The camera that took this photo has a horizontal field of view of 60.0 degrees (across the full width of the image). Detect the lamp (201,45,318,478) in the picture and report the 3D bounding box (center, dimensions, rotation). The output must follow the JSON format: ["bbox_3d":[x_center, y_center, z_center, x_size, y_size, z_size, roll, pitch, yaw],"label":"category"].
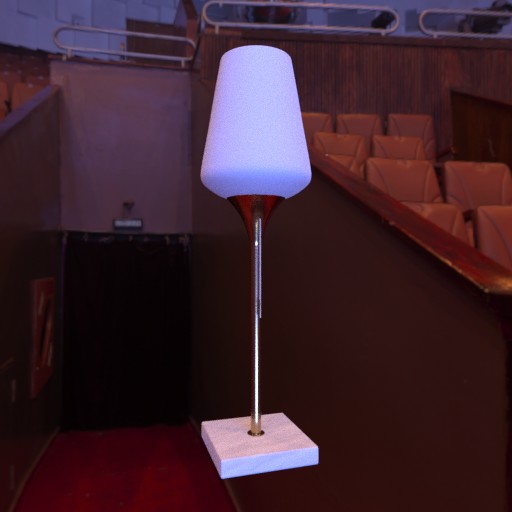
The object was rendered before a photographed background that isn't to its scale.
[{"bbox_3d":[0.000,0.000,0.730,0.181,0.639,0.181,0,0,-17],"label":"lamp"}]
